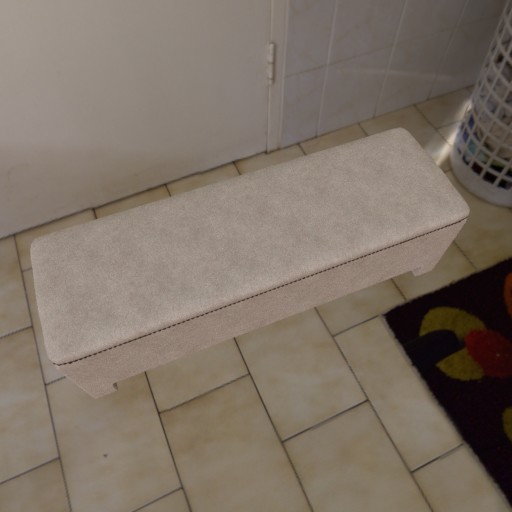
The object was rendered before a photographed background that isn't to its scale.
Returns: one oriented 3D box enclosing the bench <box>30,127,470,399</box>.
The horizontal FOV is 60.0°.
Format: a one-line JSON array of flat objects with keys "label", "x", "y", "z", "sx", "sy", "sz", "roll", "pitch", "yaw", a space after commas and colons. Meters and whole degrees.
[{"label": "bench", "x": 0.000, "y": 0.000, "z": 1.693, "sx": 1.482, "sy": 0.447, "sz": 0.470, "roll": -19, "pitch": 61, "yaw": -11}]
